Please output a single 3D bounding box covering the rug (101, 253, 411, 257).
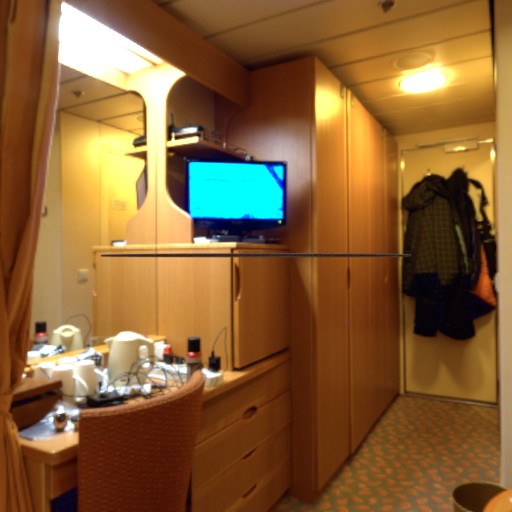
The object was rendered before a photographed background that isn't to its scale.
[{"bbox_3d":[0.000,0.000,3.606,2.386,0.014,2.386,0,0,0],"label":"rug"}]
